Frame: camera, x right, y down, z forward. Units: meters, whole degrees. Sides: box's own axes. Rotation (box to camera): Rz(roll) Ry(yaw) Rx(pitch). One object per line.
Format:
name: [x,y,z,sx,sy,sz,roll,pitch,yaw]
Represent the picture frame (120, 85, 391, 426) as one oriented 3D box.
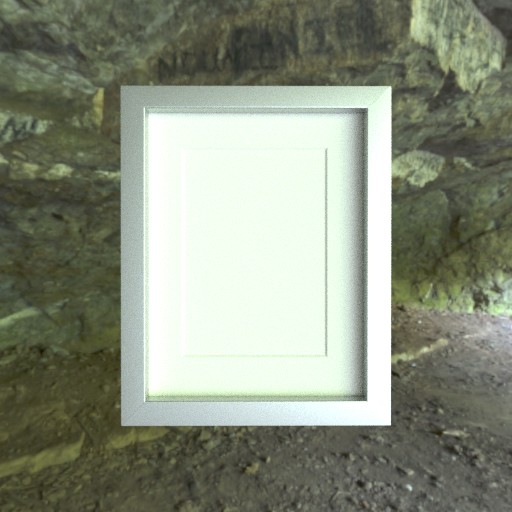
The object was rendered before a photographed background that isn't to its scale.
picture frame: [0.000,0.000,0.521,0.307,0.386,0.036,0,0,0]
